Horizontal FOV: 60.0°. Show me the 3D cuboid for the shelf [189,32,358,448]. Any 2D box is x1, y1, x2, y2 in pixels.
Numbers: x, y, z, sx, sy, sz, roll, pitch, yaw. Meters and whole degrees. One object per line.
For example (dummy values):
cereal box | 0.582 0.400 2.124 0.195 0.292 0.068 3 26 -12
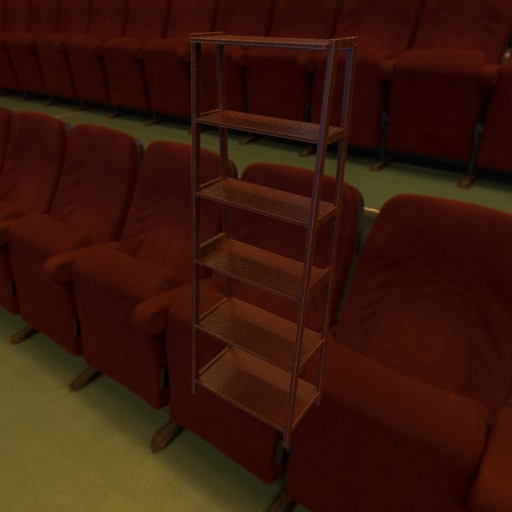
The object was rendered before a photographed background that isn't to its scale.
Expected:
shelf | 0.000 0.000 2.129 0.660 1.892 0.381 19 35 30
